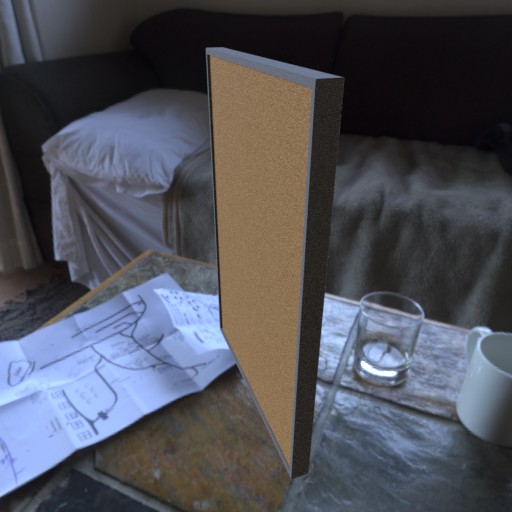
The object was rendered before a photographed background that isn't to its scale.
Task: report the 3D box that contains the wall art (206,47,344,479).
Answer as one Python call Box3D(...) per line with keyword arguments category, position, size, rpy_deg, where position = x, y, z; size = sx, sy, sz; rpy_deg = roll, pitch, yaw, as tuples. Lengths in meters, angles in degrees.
Box3D(category="wall art", position=(0.000, 0.000, 0.921), size=(0.039, 0.753, 0.511), rpy_deg=(-10, 31, -18))
